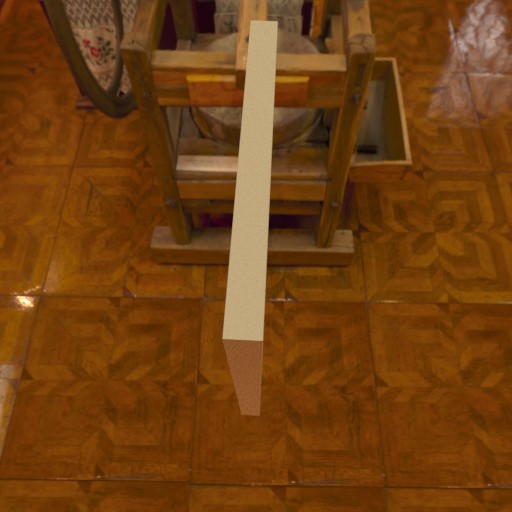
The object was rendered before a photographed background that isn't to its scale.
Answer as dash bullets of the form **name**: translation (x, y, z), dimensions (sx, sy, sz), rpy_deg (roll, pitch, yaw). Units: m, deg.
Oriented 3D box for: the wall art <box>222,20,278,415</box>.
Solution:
- **wall art**: translation (0.000, 0.000, 0.760), dimensions (0.039, 0.553, 0.451), rpy_deg (3, 63, 1)
